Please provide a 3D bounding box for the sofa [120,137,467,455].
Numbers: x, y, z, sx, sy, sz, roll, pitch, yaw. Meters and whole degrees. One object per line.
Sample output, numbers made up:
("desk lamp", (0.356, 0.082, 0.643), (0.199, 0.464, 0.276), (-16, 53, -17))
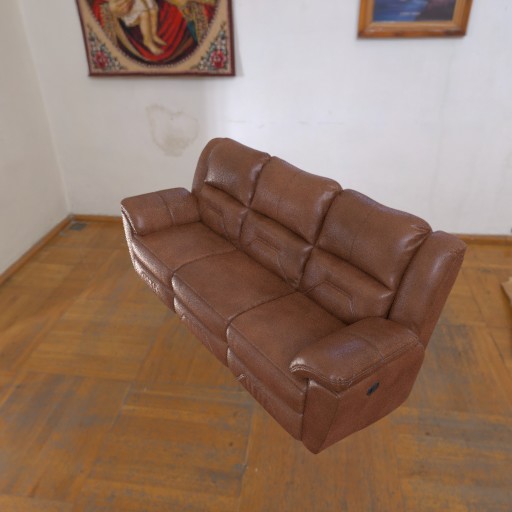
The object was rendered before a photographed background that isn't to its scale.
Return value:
("sofa", (0.000, 0.000, 2.909), (0.991, 1.043, 2.337), (-22, 38, -31))
